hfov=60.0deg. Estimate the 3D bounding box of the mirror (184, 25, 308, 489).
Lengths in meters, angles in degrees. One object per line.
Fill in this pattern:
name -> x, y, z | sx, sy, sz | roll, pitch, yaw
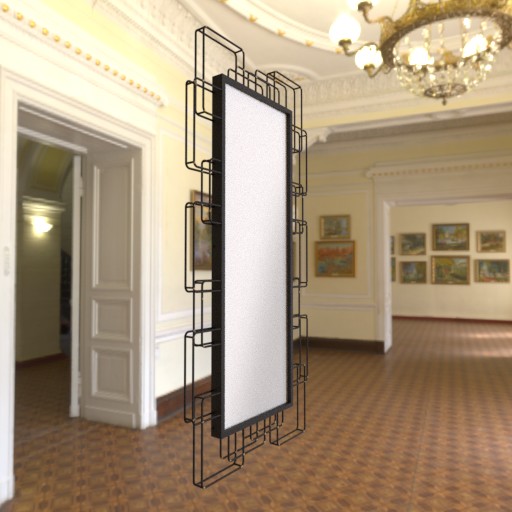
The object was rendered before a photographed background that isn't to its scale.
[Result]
mirror -> 0.000, 0.000, 1.339 | 0.037, 1.192, 0.565 | -1, -2, 37
